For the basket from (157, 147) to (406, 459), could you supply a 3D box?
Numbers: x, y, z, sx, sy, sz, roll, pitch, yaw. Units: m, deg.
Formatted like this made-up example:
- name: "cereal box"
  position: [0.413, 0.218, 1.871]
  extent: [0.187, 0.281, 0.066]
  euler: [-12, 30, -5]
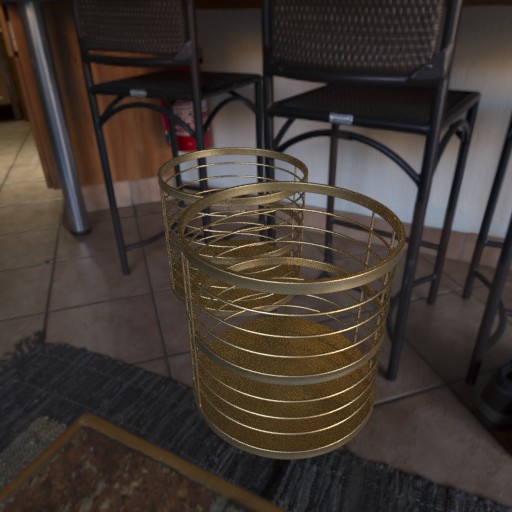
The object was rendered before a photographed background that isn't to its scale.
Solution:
- name: "basket"
  position: [0.000, 0.000, 0.957]
  extent: [0.356, 0.351, 0.746]
  euler: [-8, 31, -14]
